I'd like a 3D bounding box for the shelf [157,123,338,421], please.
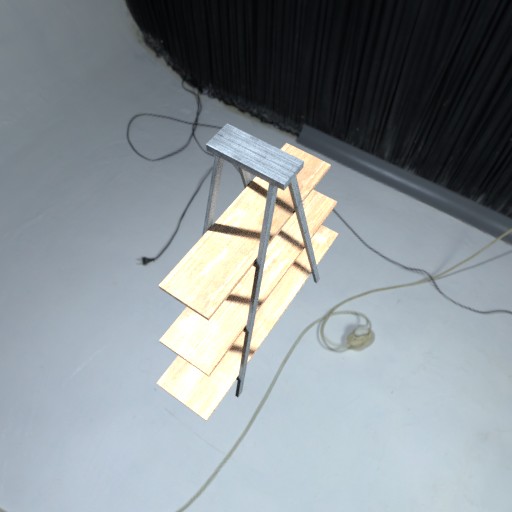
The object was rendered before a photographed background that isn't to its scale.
[{"bbox_3d":[0.000,0.000,2.718,0.508,1.808,1.746,30,64,17],"label":"shelf"}]
